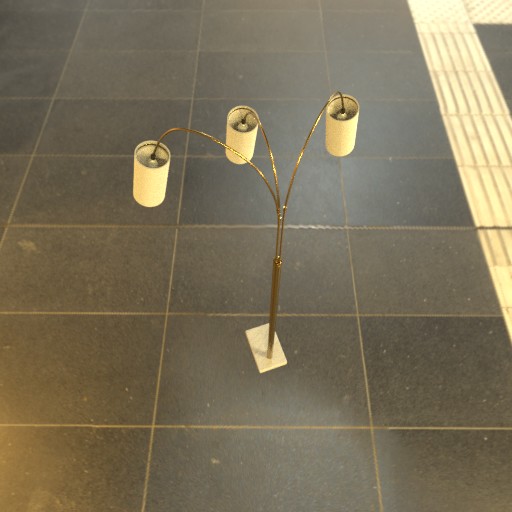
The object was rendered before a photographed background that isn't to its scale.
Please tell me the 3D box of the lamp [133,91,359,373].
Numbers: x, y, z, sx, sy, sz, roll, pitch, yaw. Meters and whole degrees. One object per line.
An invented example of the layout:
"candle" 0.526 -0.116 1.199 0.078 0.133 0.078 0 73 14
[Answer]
"lamp" 0.000 0.000 2.419 1.020 2.055 0.667 -17 60 -10
